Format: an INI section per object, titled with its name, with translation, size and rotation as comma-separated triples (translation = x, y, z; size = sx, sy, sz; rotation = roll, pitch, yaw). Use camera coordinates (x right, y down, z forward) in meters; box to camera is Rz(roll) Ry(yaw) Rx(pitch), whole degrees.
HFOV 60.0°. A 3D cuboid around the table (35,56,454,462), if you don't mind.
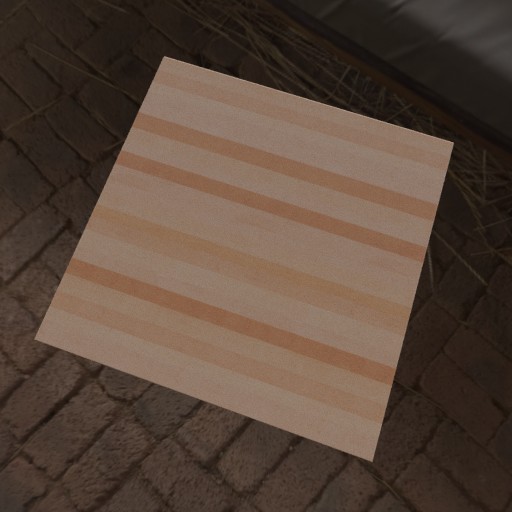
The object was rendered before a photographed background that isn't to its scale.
[table]
translation = 0.000, 0.000, 1.429
size = 0.900, 0.450, 0.900
rotation = 18, 76, 5
